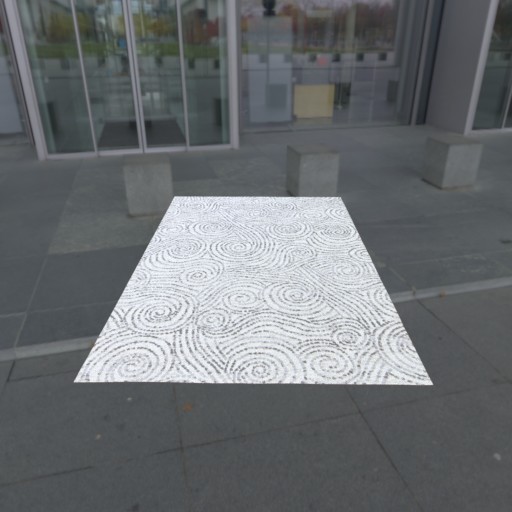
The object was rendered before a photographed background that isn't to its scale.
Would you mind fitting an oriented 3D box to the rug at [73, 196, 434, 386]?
[{"bbox_3d":[0.000,0.000,2.963,1.524,0.005,2.439,0,26,1],"label":"rug"}]
